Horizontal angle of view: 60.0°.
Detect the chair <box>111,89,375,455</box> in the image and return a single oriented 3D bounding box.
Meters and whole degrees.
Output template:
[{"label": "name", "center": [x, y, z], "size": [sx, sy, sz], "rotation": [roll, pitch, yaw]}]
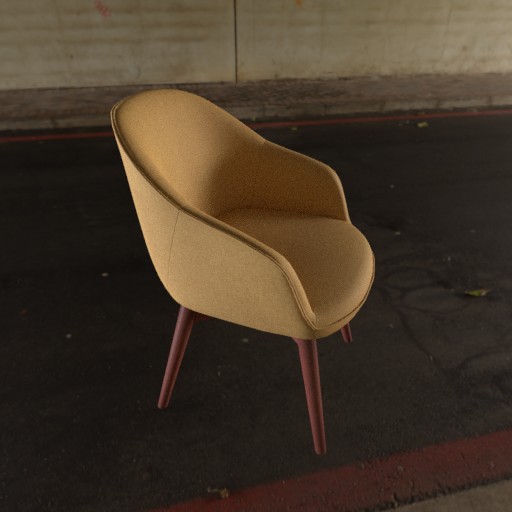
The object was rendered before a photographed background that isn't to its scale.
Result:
[{"label": "chair", "center": [0.000, 0.000, 1.216], "size": [0.635, 0.823, 0.596], "rotation": [10, 31, 16]}]
